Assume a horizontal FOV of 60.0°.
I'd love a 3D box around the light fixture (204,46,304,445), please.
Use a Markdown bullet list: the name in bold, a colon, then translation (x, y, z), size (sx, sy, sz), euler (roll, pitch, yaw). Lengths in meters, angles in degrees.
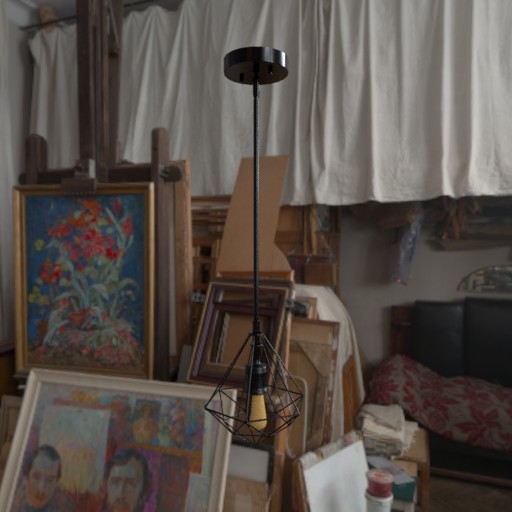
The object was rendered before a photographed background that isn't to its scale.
- **light fixture**: translation (0.000, 0.000, 2.032), size (0.487, 1.764, 0.431), euler (-1, 2, -20)
